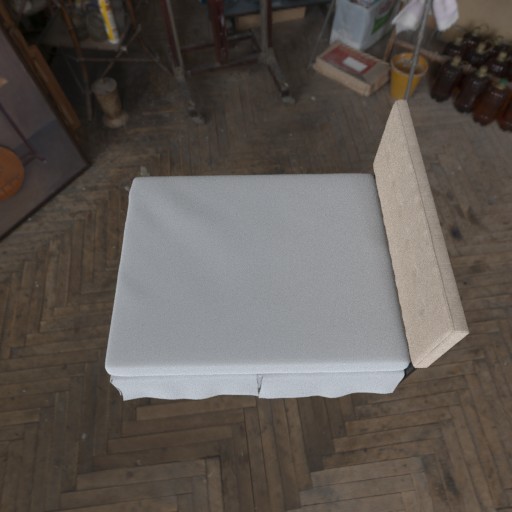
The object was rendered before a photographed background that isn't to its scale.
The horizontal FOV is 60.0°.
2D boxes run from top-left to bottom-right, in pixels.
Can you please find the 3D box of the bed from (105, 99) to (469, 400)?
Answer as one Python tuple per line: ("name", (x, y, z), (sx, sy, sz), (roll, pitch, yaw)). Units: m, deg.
("bed", (0.000, 0.000, 3.009), (1.978, 1.270, 1.643), (-1, 60, -1))
